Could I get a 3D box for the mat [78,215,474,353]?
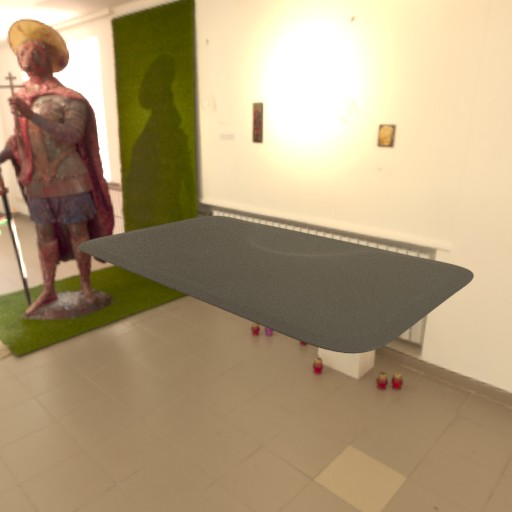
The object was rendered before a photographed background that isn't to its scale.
[{"bbox_3d":[0.000,0.000,1.860,1.524,0.013,0.918,16,23,40],"label":"mat"}]
